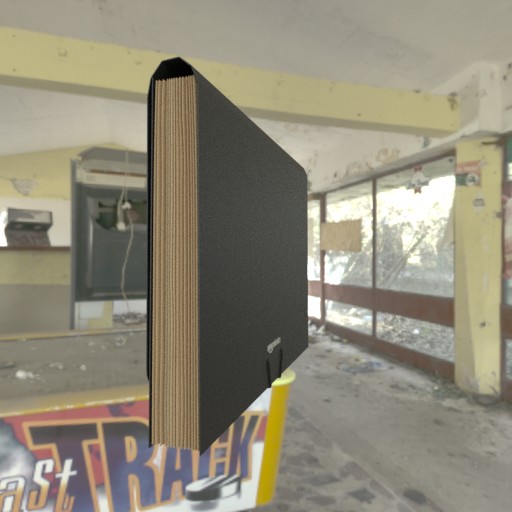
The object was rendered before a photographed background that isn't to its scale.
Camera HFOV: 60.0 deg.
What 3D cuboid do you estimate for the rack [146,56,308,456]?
[{"bbox_3d":[0.000,0.000,0.426,0.041,0.241,0.330,0,0,18],"label":"rack"}]
